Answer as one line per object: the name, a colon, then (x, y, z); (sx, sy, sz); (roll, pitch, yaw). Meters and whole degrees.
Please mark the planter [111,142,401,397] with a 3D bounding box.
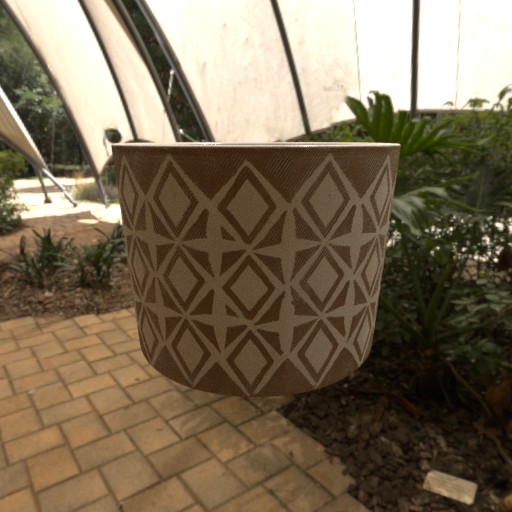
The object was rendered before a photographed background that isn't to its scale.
planter: (0.000, 0.000, 0.445); (0.260, 0.220, 0.260); (0, 15, 0)
